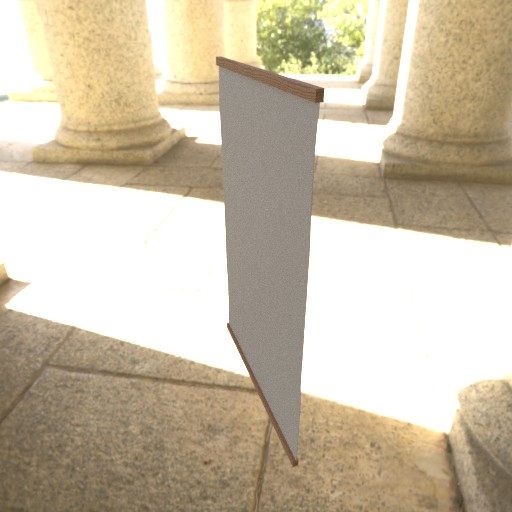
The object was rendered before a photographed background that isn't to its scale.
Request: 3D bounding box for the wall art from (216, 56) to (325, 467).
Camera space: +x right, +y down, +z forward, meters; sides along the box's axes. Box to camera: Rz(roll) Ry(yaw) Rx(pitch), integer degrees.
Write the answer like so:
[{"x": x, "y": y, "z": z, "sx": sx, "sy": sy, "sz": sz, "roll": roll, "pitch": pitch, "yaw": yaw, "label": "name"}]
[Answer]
[{"x": 0.000, "y": 0.000, "z": 1.941, "sx": 0.025, "sy": 1.521, "sz": 1.011, "roll": -10, "pitch": 30, "yaw": -17, "label": "wall art"}]
